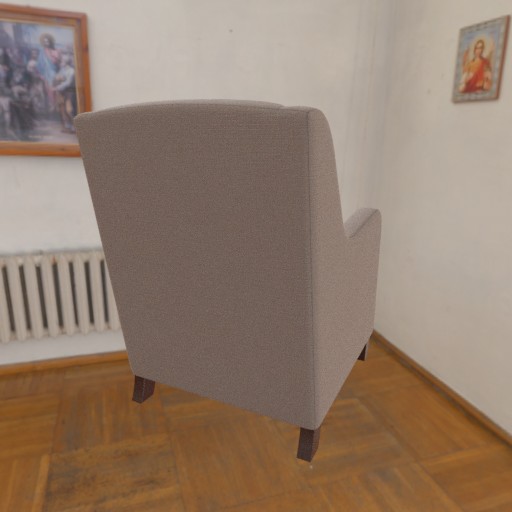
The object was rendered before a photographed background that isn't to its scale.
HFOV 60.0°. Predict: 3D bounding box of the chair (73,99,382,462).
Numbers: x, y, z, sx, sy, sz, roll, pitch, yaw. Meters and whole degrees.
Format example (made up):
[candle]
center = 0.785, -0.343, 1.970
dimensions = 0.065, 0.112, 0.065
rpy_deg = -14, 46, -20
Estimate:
[chair]
center = 0.000, 0.000, 1.589
dimensions = 0.715, 1.017, 0.896
rpy_deg = 8, 18, 26
